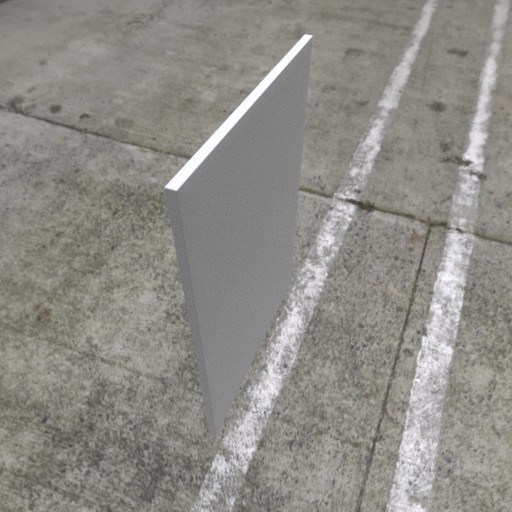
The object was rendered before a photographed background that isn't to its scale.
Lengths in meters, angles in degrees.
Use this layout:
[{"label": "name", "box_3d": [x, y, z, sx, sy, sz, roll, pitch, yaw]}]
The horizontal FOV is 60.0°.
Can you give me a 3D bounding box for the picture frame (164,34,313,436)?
[{"label": "picture frame", "box_3d": [0.000, 0.000, 0.695, 0.012, 0.534, 0.381, 17, 49, 16]}]
